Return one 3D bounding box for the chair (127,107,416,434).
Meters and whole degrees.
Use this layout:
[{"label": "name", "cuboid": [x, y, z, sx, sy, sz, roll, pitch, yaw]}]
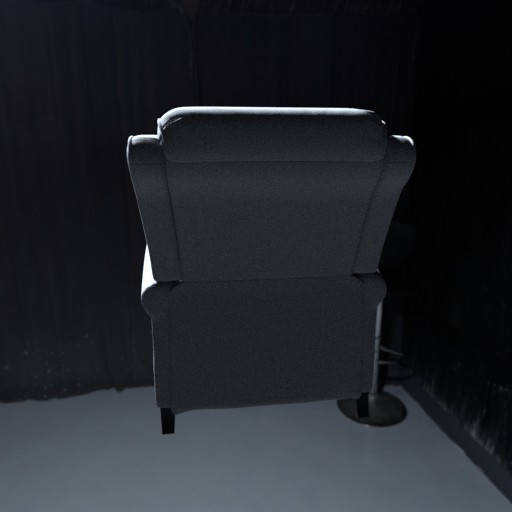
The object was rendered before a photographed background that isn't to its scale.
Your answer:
[{"label": "chair", "cuboid": [0.000, 0.000, 1.724, 0.859, 1.046, 0.919, -2, 14, -8]}]
